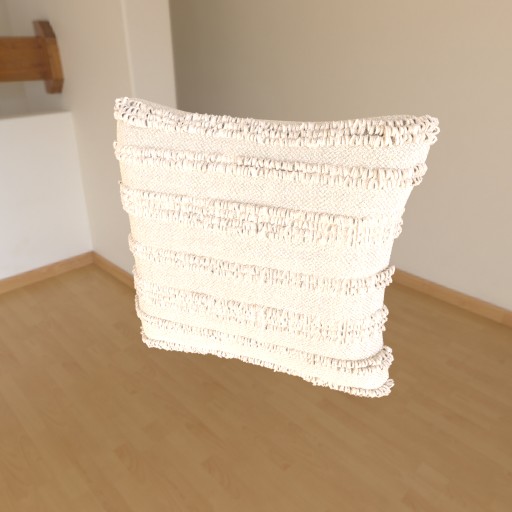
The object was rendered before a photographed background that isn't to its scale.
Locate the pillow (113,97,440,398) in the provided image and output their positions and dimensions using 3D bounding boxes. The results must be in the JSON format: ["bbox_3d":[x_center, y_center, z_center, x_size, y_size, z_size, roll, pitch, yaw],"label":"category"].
[{"bbox_3d":[0.000,0.000,0.647,0.437,0.427,0.145,9,28,18],"label":"pillow"}]
